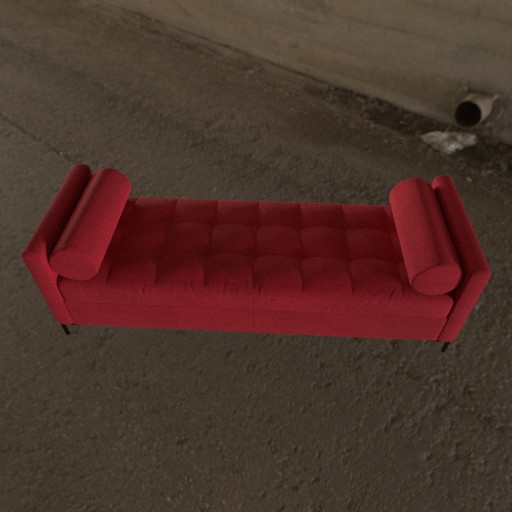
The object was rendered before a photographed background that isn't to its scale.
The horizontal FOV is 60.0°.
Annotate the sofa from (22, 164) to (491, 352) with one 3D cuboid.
[{"bbox_3d":[0.000,0.000,2.299,1.981,0.635,0.686,2,46,2],"label":"sofa"}]
